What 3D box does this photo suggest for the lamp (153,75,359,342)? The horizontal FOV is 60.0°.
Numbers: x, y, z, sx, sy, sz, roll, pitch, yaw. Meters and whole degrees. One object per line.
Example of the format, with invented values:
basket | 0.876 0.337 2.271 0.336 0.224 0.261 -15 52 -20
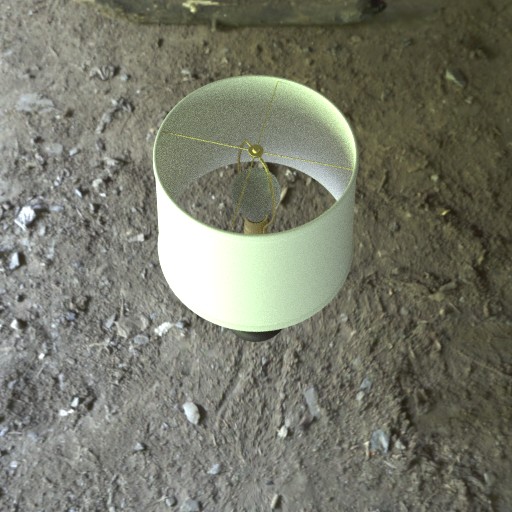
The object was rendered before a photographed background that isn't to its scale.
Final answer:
lamp | 0.000 0.000 0.828 0.335 0.611 0.335 0 64 0
